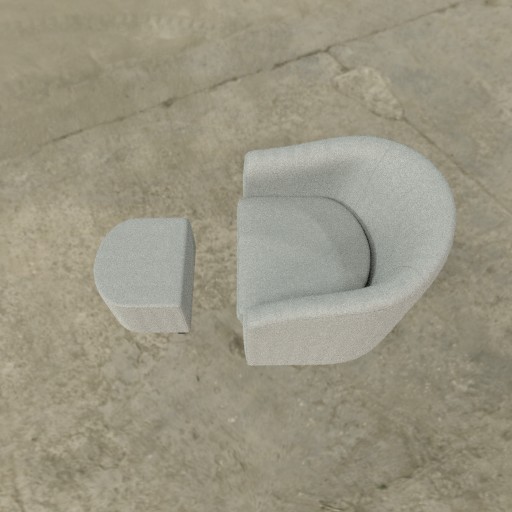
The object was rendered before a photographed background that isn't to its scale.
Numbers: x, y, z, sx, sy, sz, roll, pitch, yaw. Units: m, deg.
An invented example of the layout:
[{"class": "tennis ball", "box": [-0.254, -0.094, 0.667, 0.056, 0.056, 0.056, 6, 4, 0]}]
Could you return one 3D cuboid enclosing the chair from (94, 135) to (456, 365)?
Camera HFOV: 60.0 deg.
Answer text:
[{"class": "chair", "box": [0.000, 0.000, 1.747, 1.288, 0.757, 0.756, -1, 60, 0]}]
